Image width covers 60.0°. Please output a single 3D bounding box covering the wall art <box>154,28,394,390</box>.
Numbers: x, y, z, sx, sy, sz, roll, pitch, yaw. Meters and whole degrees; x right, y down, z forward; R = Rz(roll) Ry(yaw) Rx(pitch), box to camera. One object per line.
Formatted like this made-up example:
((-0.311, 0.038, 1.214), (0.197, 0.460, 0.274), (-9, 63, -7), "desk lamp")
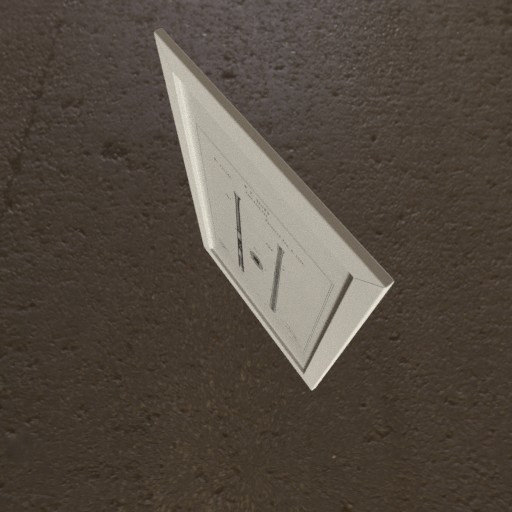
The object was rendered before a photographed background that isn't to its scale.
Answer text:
((0.000, 0.000, 0.664), (0.012, 0.529, 0.374), (-33, 69, -15), "wall art")
